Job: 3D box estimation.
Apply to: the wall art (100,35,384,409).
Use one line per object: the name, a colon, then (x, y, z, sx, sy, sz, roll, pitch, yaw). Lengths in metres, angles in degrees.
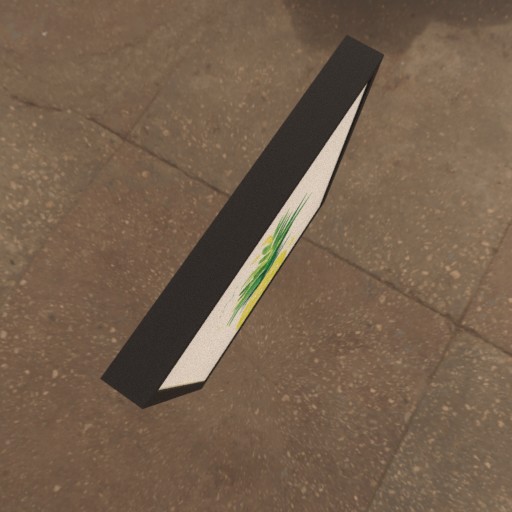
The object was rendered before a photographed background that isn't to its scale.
wall art: (0.000, 0.000, 0.454, 0.033, 0.304, 0.305, 32, 78, 8)
